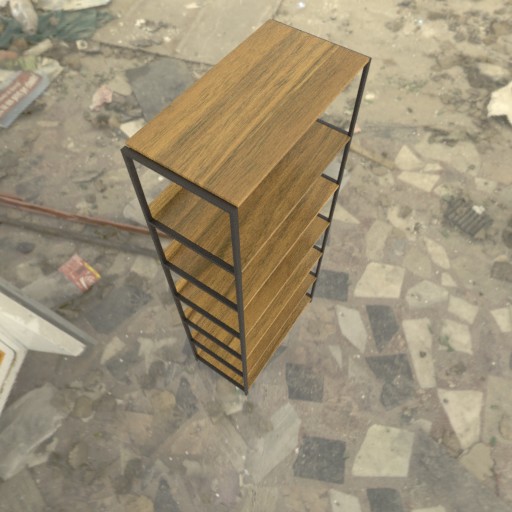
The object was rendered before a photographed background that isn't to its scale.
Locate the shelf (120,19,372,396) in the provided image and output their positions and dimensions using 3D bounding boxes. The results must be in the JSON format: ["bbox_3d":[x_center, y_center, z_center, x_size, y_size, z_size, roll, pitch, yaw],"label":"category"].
[{"bbox_3d":[0.000,0.000,2.323,0.431,2.015,0.847,30,63,17],"label":"shelf"}]
